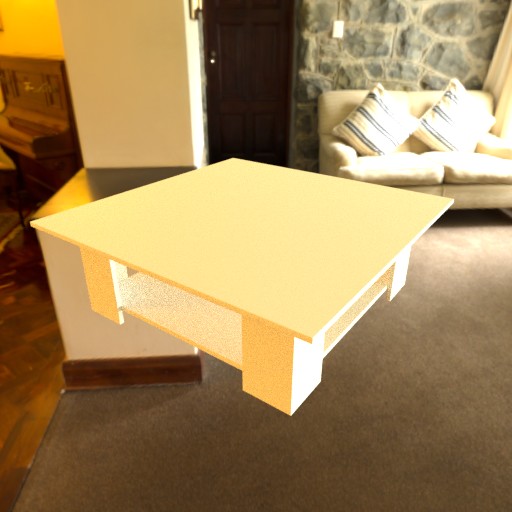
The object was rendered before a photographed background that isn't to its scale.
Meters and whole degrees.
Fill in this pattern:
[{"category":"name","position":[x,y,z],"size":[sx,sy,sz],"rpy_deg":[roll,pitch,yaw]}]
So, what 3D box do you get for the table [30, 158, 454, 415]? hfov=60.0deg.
[{"category":"table","position":[0.000,0.000,1.372],"size":[0.890,0.305,0.890],"rpy_deg":[18,31,32]}]
